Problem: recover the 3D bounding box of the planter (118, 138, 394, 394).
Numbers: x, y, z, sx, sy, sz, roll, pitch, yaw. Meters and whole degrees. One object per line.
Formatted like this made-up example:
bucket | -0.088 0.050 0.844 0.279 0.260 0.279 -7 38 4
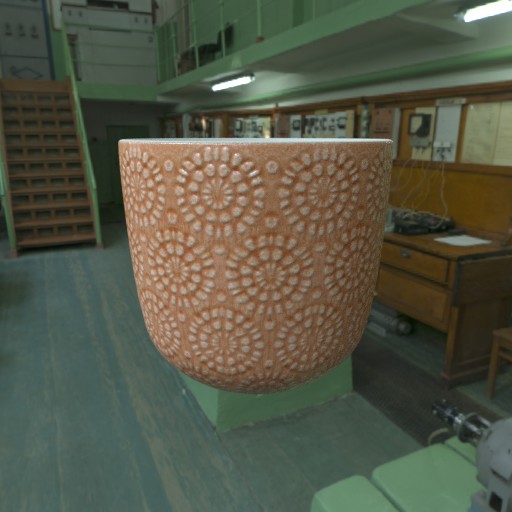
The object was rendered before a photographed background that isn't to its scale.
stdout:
planter | 0.000 0.000 0.373 0.208 0.190 0.208 0 15 0
